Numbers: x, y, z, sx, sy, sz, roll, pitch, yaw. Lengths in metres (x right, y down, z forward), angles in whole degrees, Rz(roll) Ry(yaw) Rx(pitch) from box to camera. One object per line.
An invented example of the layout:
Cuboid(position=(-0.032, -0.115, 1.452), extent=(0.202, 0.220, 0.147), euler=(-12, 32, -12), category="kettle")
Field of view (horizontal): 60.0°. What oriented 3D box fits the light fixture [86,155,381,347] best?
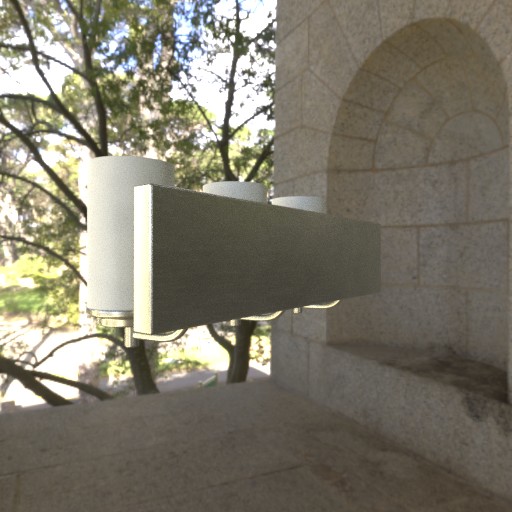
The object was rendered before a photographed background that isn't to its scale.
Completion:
Cuboid(position=(0.000, 0.000, 0.531), extent=(0.145, 0.172, 0.451), euler=(0, 0, 36), category="light fixture")
